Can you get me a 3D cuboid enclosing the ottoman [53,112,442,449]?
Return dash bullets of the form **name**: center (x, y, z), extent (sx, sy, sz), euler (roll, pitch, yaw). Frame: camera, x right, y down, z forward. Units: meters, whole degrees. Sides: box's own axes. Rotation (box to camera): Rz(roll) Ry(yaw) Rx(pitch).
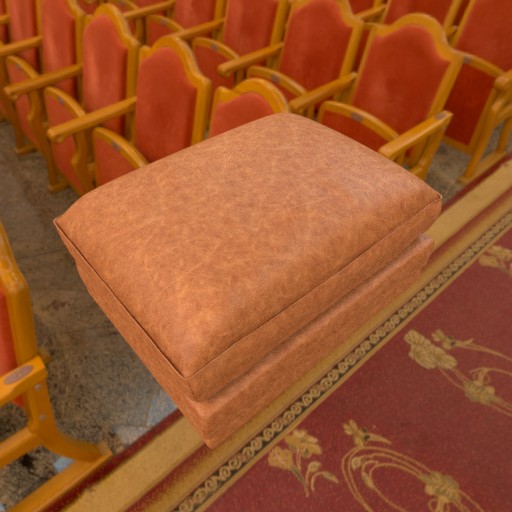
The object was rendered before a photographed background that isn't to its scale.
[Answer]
- **ottoman**: center (0.000, 0.000, 1.070), extent (0.710, 0.480, 0.533), euler (-31, 53, -27)
